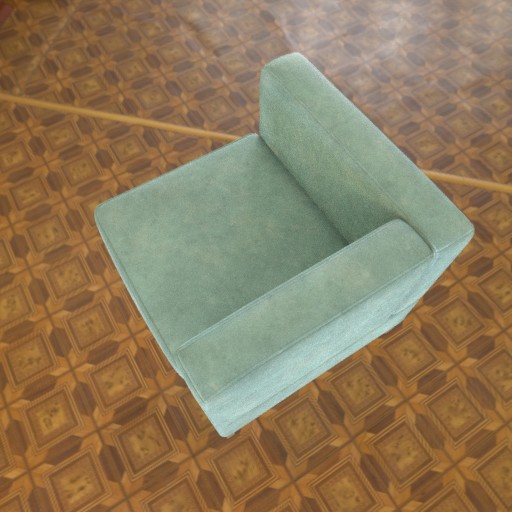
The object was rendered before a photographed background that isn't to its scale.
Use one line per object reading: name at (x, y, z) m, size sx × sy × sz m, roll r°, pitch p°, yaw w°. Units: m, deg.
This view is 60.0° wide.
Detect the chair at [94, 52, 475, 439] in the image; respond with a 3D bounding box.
chair at (0.000, 0.000, 1.228) m, size 0.684 × 0.660 × 0.691 m, roll -29°, pitch 66°, yaw -14°
